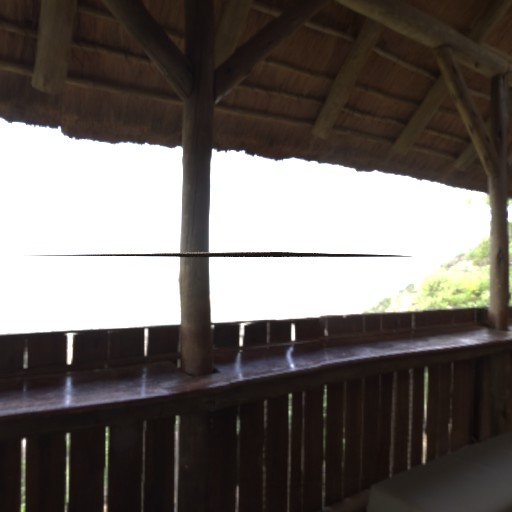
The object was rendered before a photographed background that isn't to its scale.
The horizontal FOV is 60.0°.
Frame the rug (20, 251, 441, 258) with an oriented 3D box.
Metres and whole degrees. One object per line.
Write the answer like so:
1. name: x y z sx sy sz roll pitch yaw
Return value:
1. rug: 0.000 0.000 4.034 2.442 0.008 3.046 0 -1 37
